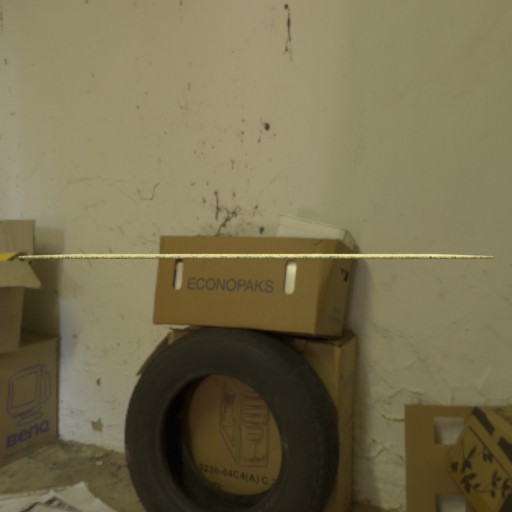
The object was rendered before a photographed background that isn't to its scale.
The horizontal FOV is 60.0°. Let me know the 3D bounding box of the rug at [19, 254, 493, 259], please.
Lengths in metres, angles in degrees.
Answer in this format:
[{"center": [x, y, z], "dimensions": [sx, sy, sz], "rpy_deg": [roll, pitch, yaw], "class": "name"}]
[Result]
[{"center": [0.000, 0.000, 2.478], "dimensions": [2.290, 0.014, 0.700], "rpy_deg": [0, 1, 0], "class": "rug"}]
